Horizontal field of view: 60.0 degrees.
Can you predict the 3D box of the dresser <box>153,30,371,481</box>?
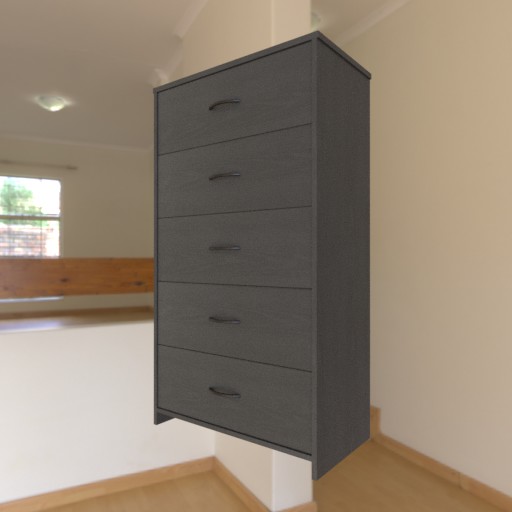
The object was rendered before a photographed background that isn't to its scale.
[{"bbox_3d":[0.000,0.000,1.584,0.704,1.255,0.399,0,0,37],"label":"dresser"}]
